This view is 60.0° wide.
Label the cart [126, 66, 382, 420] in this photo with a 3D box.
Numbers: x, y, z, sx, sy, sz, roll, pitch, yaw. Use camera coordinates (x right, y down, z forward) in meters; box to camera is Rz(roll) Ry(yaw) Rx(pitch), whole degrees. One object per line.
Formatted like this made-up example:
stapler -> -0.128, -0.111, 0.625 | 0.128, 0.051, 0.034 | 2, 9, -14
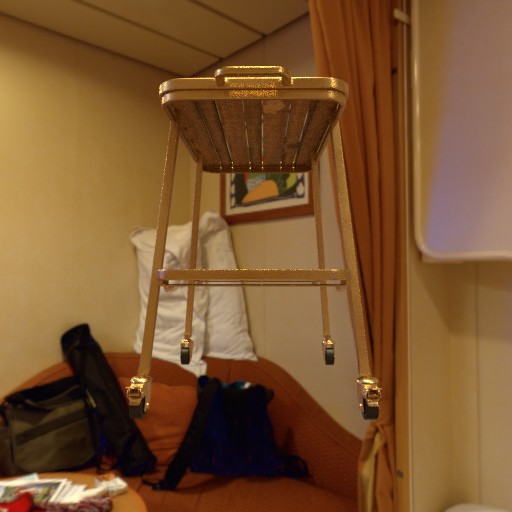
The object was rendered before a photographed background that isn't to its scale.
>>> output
cart -> 0.000, 0.000, 1.234 | 0.524, 0.700, 0.806 | 0, -2, 1
